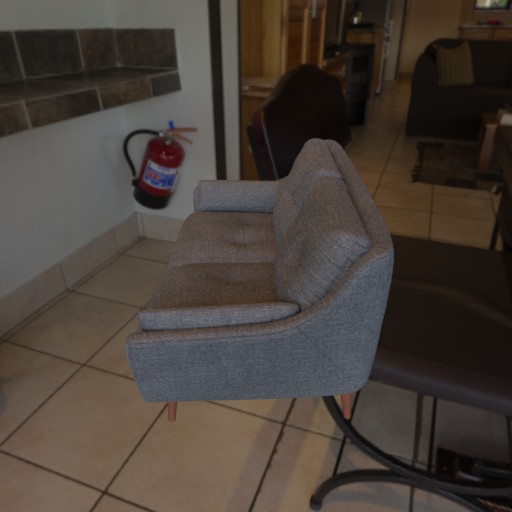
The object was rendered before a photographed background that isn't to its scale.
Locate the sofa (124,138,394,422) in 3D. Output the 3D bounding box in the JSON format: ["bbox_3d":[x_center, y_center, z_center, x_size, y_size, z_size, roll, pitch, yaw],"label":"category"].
[{"bbox_3d":[0.000,0.000,2.262,0.976,0.887,1.646,1,28,2],"label":"sofa"}]
